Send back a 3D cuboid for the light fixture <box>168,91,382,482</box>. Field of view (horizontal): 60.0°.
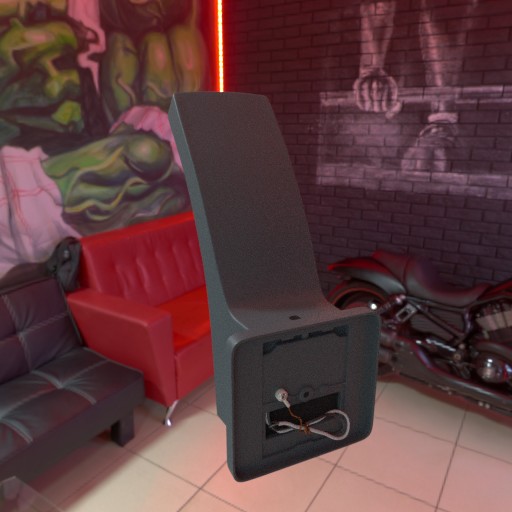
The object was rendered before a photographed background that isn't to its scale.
[{"bbox_3d":[0.000,0.000,0.336,0.108,0.243,0.174,-7,18,-24],"label":"light fixture"}]
